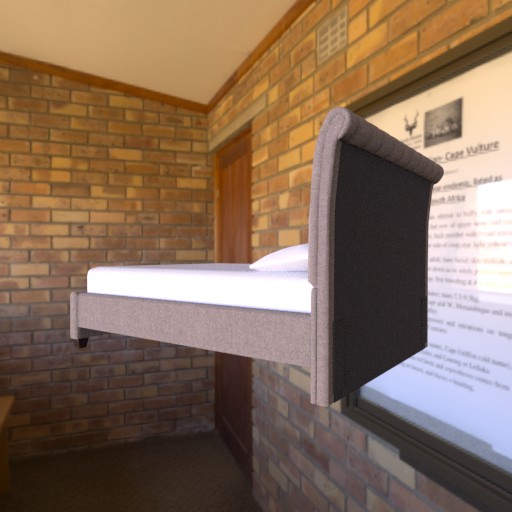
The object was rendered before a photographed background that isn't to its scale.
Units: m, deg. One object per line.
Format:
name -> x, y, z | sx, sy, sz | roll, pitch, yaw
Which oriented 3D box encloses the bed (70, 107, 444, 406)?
bed -> 0.000, 0.000, 3.289 | 2.252, 1.371, 1.645 | 0, 0, 36
